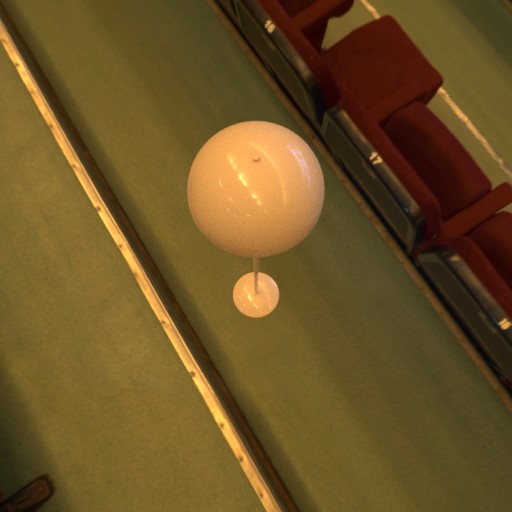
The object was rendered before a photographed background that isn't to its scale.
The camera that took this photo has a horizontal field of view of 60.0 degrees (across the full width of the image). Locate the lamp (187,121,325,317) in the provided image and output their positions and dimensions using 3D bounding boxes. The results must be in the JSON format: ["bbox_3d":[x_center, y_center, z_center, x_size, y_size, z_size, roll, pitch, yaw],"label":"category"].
[{"bbox_3d":[0.000,0.000,1.614,0.328,1.480,0.328,-32,77,-8],"label":"lamp"}]
